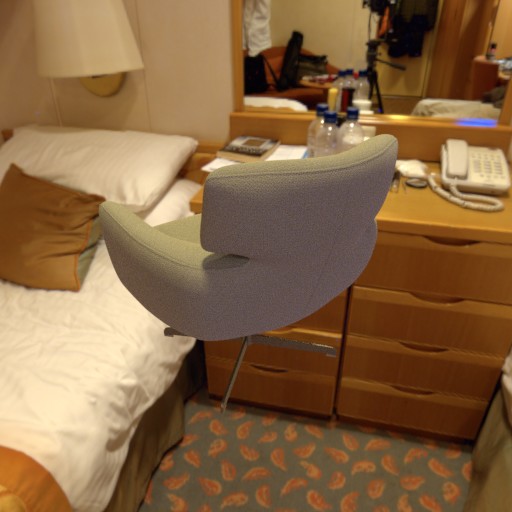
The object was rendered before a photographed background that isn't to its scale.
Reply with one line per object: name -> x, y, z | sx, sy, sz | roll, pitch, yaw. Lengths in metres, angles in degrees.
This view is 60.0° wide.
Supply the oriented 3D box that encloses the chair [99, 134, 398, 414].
chair -> 0.000, 0.000, 1.383 | 0.760, 0.810, 0.730 | -18, 34, -28
